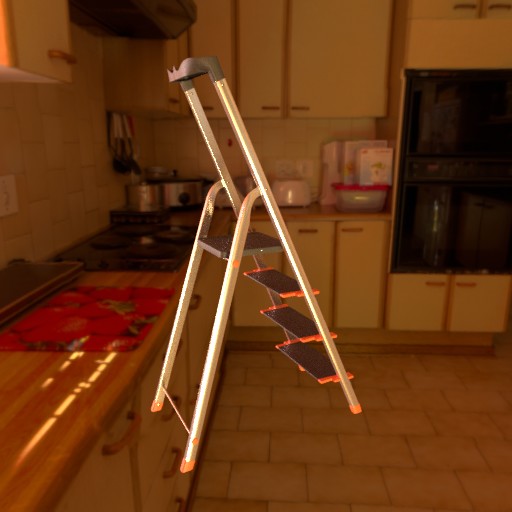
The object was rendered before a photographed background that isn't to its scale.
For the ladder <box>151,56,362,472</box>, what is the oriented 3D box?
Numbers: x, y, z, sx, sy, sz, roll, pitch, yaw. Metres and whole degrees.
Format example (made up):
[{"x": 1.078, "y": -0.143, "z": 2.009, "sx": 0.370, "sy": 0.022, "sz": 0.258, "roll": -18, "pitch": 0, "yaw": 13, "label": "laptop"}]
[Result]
[{"x": 0.000, "y": 0.000, "z": 1.808, "sx": 0.834, "sy": 1.429, "sz": 0.452, "roll": -7, "pitch": 16, "yaw": -26, "label": "ladder"}]
